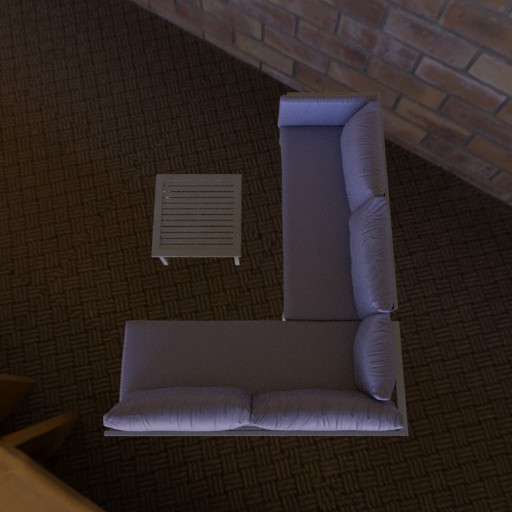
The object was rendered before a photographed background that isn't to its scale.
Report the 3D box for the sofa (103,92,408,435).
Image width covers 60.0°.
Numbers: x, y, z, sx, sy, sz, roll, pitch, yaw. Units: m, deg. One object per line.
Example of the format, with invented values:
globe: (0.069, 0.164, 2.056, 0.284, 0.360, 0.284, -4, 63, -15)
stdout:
sofa: (0.000, 0.000, 2.923, 1.658, 0.762, 2.149, 0, 75, 0)
